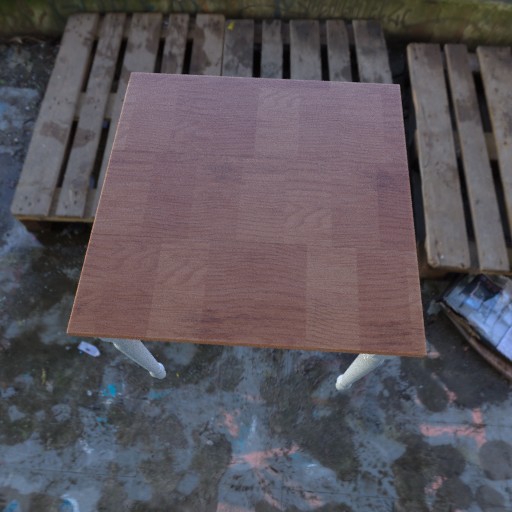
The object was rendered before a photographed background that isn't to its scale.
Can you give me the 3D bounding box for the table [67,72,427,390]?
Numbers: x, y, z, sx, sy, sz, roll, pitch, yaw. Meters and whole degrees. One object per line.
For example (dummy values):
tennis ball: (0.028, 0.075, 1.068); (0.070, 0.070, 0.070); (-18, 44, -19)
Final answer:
table: (0.000, 0.000, 1.407); (0.747, 0.738, 0.747); (3, 65, 2)
